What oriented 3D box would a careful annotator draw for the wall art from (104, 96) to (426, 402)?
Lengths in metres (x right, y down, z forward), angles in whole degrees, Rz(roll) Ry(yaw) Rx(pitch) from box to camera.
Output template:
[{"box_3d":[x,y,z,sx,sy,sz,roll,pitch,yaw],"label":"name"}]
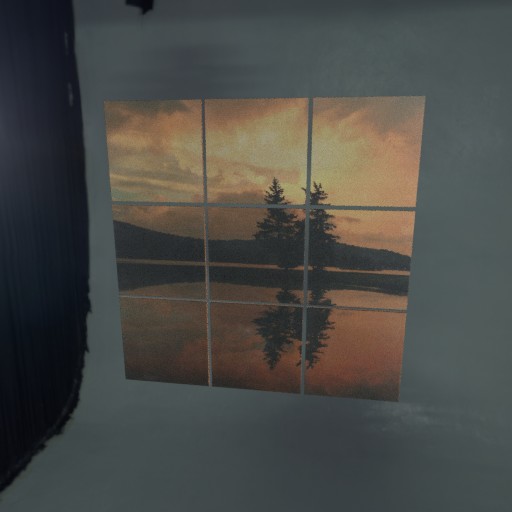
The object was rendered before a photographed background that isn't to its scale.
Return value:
[{"box_3d":[0.000,0.000,1.813,1.216,1.218,0.013,2,14,9],"label":"wall art"}]
